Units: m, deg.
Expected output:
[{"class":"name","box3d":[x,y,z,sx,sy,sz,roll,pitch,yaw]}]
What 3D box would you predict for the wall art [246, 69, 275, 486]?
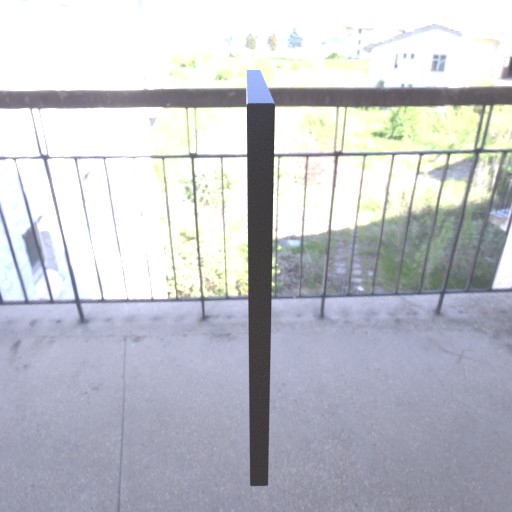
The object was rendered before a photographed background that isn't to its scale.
[{"class":"wall art","box3d":[0.000,0.000,0.747,0.028,0.551,0.451,-1,27,-1]}]
